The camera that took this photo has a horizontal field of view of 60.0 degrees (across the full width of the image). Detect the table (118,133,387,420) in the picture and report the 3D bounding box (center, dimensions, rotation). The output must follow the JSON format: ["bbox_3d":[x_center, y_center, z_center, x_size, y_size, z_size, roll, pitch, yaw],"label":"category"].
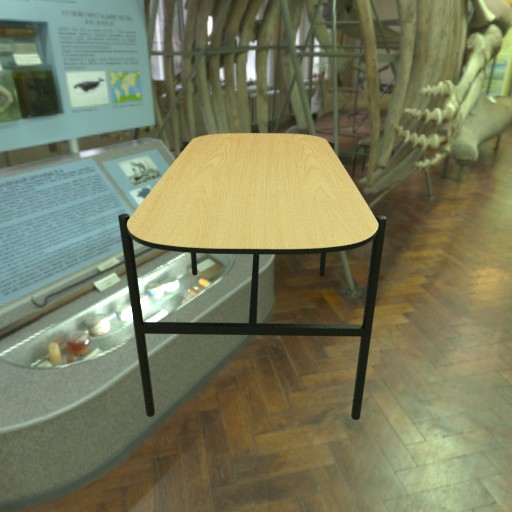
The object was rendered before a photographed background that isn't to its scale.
[{"bbox_3d":[0.000,0.000,0.997,0.400,0.400,0.800,1,25,1],"label":"table"}]
